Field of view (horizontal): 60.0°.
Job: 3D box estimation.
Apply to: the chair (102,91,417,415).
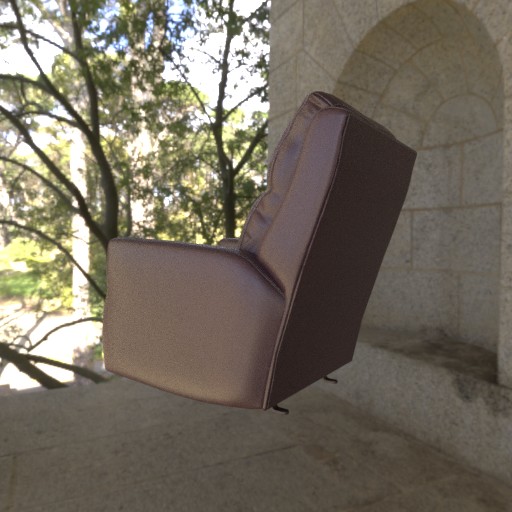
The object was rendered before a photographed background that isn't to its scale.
[{"bbox_3d":[0.000,0.000,1.774,1.080,1.030,0.829,1,2,35],"label":"chair"}]
